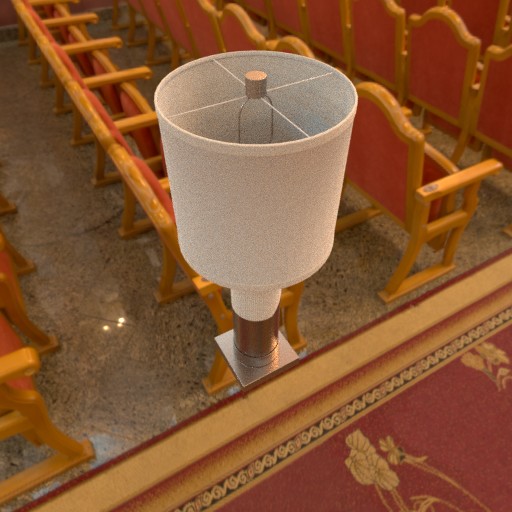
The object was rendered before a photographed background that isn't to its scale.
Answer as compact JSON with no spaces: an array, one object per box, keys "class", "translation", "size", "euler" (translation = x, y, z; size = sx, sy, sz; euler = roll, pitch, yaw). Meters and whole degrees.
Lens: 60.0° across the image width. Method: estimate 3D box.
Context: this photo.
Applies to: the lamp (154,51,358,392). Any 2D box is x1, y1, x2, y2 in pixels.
[{"class":"lamp","translation":[0.000,0.000,0.617],"size":[0.202,0.509,0.202],"euler":[-23,50,-20]}]
